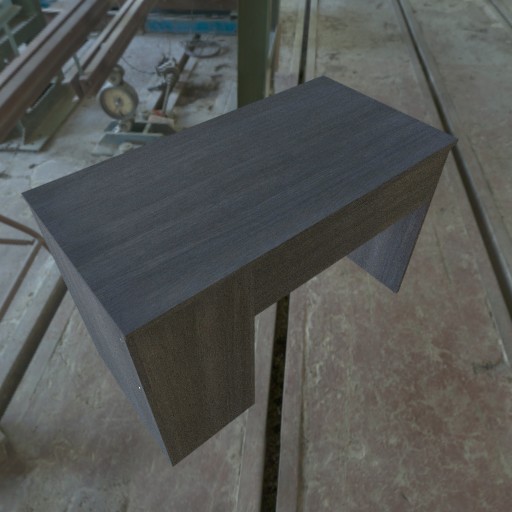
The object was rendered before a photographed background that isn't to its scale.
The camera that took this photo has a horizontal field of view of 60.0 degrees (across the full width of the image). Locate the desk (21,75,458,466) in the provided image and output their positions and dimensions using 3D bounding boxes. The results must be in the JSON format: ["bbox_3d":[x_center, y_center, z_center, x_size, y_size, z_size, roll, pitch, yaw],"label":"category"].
[{"bbox_3d":[0.000,0.000,1.484,1.096,0.730,0.560,-30,53,-26],"label":"desk"}]
